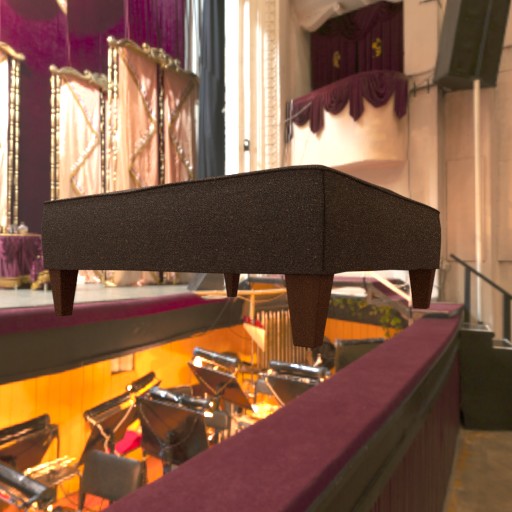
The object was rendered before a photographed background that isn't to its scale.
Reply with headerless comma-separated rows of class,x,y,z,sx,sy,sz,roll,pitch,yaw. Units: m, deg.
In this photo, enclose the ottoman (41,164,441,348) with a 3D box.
ottoman,0.000,0.000,1.519,1.004,0.382,0.968,0,-1,35
